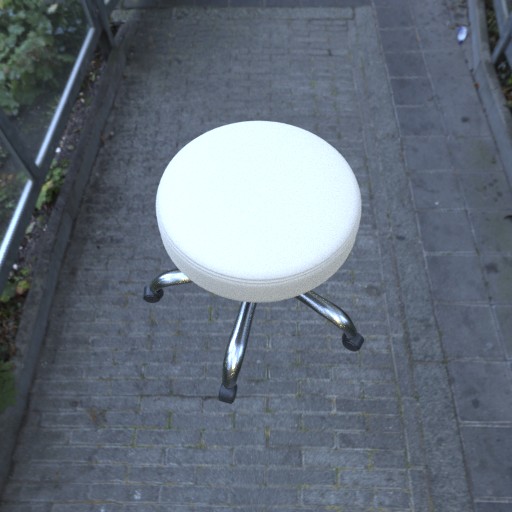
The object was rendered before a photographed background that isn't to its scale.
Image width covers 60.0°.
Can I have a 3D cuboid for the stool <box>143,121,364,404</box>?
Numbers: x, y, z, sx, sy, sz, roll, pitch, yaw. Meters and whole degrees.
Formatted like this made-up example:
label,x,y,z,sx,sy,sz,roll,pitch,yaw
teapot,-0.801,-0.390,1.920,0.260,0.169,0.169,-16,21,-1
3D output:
label,x,y,z,sx,sy,sz,roll,pitch,yaw
stool,0.000,0.000,1.081,0.634,0.482,0.614,13,59,8
